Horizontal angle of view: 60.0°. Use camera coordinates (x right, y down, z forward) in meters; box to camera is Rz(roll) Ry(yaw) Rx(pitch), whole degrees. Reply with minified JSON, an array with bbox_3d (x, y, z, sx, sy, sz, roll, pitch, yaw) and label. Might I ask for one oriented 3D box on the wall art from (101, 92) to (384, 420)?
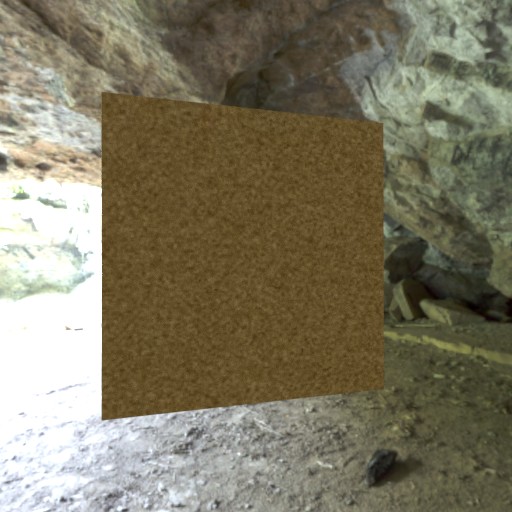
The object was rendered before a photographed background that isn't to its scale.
[{"bbox_3d":[0.000,0.000,0.676,0.446,0.445,0.014,0,0,-19],"label":"wall art"}]
